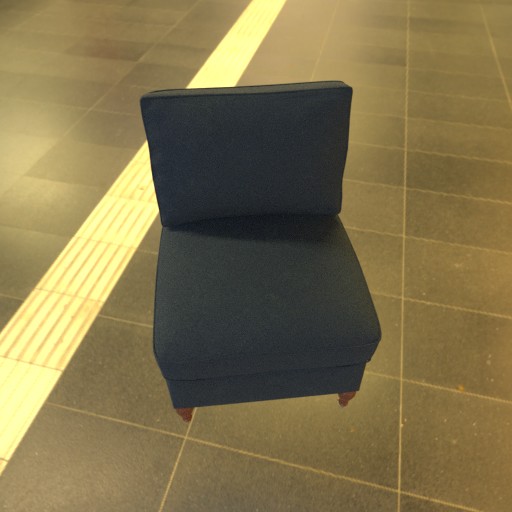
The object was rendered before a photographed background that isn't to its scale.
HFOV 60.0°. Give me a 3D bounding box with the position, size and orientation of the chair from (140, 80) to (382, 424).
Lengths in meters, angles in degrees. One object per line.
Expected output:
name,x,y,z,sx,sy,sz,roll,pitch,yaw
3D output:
chair,0.000,0.000,1.652,0.724,1.052,0.912,-4,46,-4
